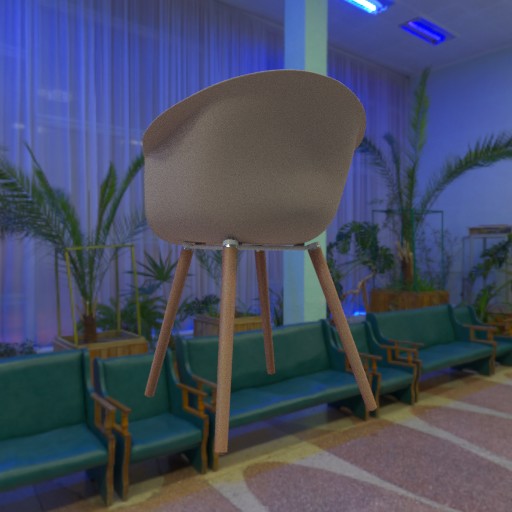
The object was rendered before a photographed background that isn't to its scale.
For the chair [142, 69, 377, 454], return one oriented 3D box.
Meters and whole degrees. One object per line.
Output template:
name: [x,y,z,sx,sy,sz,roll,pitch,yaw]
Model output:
chair: [0.000,0.000,1.159,0.593,0.781,0.504,0,0,-34]
